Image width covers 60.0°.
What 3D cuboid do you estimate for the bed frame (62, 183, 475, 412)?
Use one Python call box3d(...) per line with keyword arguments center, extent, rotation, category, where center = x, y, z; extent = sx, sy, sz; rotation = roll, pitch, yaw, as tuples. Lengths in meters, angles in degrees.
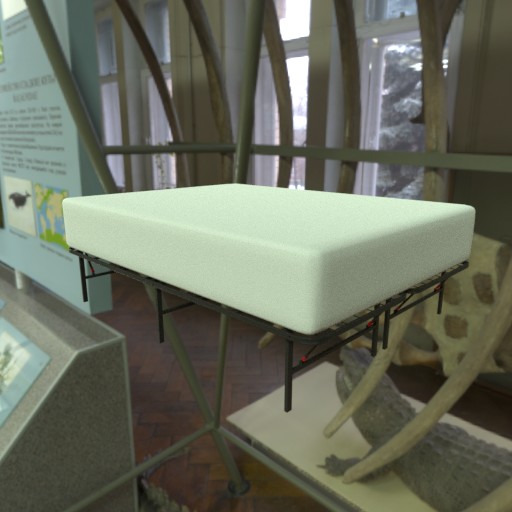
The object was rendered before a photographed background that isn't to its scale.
box3d(center=(0.000, 0.000, 2.736), extent=(2.037, 0.677, 1.528), rotation=(14, 20, 43), category="bed frame")
